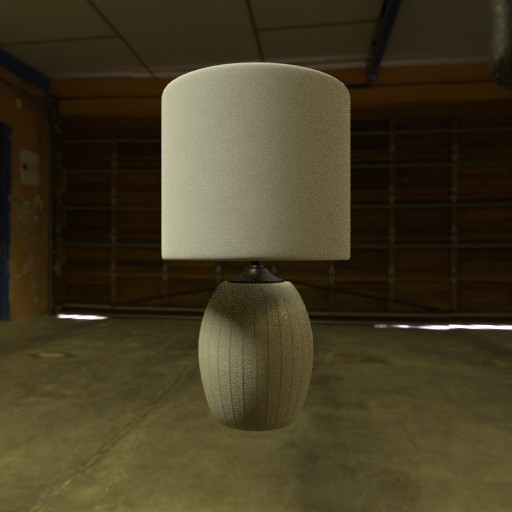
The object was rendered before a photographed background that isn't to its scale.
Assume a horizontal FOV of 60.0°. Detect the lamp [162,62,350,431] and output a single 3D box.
[{"bbox_3d":[0.000,0.000,0.790,0.329,0.570,0.329,0,0,-37],"label":"lamp"}]
